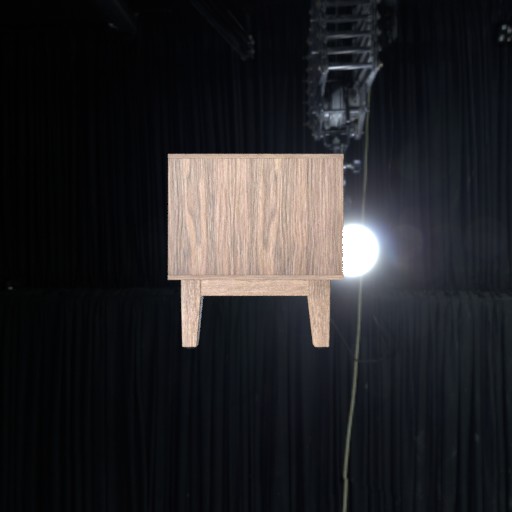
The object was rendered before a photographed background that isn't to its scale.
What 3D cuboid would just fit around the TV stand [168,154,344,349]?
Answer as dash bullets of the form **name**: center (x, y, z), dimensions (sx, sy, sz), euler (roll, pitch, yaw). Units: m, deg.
- **TV stand**: center (0.000, 0.000, 1.662), dimensions (0.366, 0.409, 1.482), euler (0, -1, 0)
